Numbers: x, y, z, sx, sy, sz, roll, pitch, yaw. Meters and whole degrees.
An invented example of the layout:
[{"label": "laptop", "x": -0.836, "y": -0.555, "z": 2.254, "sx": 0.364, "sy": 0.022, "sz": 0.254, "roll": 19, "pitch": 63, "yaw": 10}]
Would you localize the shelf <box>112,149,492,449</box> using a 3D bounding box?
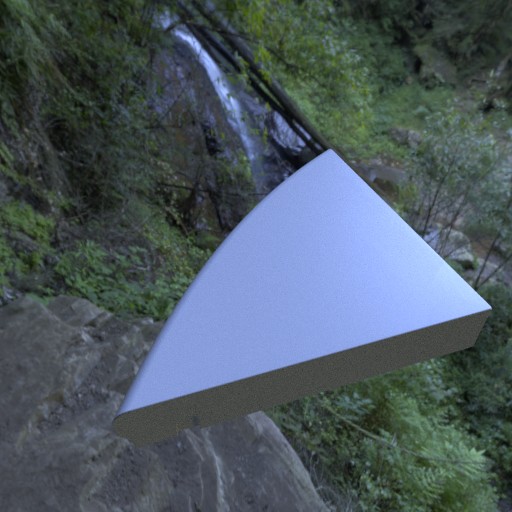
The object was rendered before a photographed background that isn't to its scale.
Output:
[{"label": "shelf", "x": 0.000, "y": 0.000, "z": 0.456, "sx": 0.310, "sy": 0.050, "sz": 0.310, "roll": -13, "pitch": 42, "yaw": -14}]
